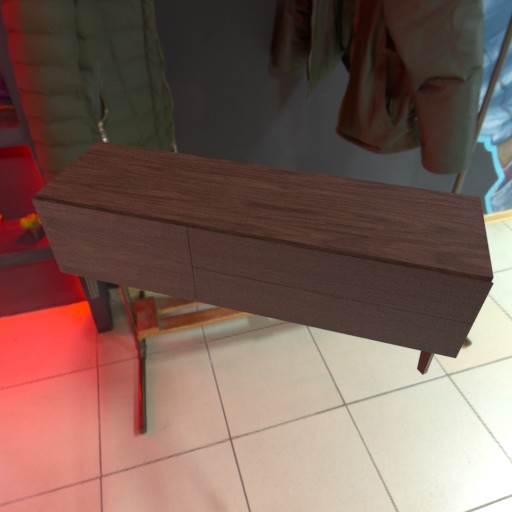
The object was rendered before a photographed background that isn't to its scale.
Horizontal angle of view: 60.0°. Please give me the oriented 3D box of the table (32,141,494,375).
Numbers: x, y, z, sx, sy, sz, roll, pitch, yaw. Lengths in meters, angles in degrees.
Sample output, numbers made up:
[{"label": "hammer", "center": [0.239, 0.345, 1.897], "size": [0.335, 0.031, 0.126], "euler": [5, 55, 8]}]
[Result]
[{"label": "table", "center": [0.000, 0.000, 1.601], "size": [1.397, 0.508, 0.405], "euler": [11, 43, 12]}]
